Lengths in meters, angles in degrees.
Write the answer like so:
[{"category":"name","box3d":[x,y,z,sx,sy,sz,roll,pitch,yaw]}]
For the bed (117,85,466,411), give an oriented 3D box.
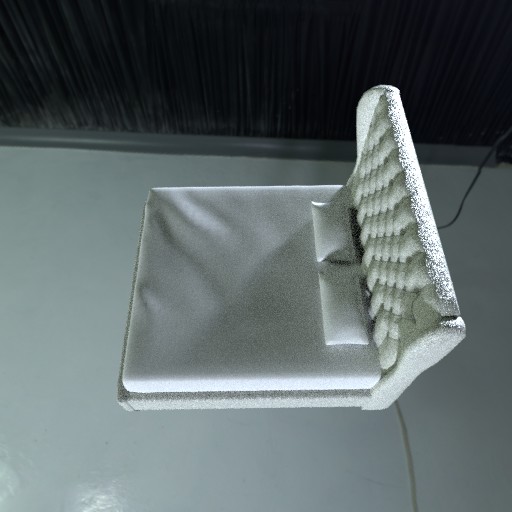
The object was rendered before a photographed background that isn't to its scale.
[{"category":"bed","box3d":[0.000,0.000,3.752,2.347,1.771,2.219,-1,58,0]}]
